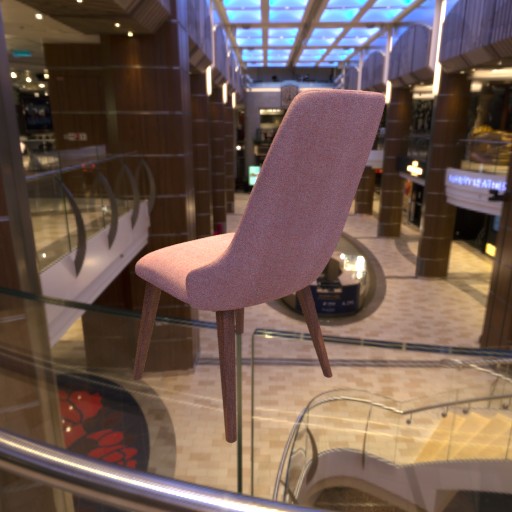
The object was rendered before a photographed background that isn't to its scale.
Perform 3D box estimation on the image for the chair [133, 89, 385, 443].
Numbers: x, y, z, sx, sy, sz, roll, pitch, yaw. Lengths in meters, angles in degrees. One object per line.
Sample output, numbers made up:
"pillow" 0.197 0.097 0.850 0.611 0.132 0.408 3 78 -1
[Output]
"chair" 0.000 0.000 1.357 0.535 0.918 0.707 -16 23 -43
